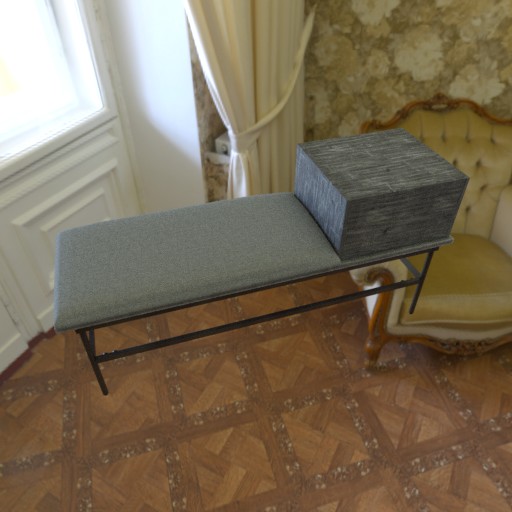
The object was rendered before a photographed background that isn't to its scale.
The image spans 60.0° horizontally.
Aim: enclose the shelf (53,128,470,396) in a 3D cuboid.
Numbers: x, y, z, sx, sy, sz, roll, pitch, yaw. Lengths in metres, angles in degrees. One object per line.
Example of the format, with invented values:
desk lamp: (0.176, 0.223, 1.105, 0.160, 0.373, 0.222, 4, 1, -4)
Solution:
shelf: (0.000, 0.000, 1.619, 1.342, 0.633, 0.457, -12, 42, -14)
